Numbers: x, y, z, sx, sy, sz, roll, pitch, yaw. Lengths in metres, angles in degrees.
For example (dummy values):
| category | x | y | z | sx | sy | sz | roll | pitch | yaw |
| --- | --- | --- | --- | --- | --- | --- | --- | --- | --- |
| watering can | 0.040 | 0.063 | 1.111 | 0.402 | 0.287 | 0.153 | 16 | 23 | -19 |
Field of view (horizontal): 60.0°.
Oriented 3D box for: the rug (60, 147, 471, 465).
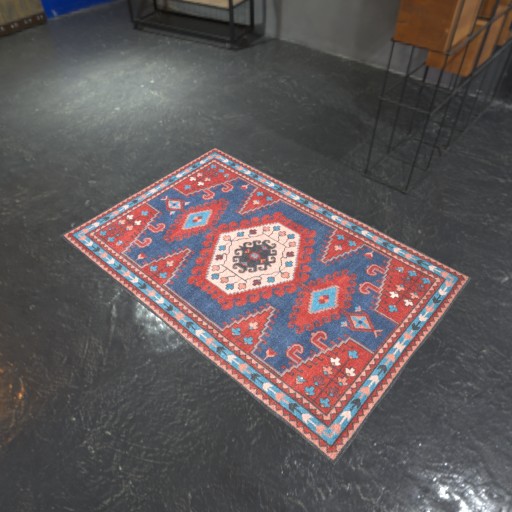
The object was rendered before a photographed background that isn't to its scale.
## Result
| category | x | y | z | sx | sy | sz | roll | pitch | yaw |
| --- | --- | --- | --- | --- | --- | --- | --- | --- | --- |
| rug | 0.000 | 0.000 | 2.325 | 1.820 | 0.012 | 1.207 | 32 | 54 | 28 |
